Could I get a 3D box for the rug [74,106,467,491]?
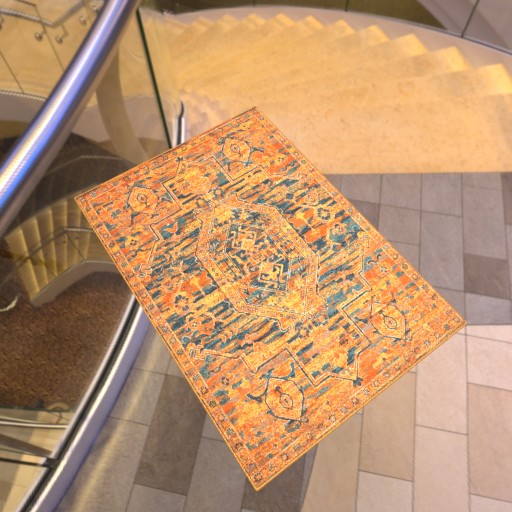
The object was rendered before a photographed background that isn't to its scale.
[{"bbox_3d":[0.000,0.000,3.786,2.043,0.019,2.916,-32,66,-16],"label":"rug"}]
